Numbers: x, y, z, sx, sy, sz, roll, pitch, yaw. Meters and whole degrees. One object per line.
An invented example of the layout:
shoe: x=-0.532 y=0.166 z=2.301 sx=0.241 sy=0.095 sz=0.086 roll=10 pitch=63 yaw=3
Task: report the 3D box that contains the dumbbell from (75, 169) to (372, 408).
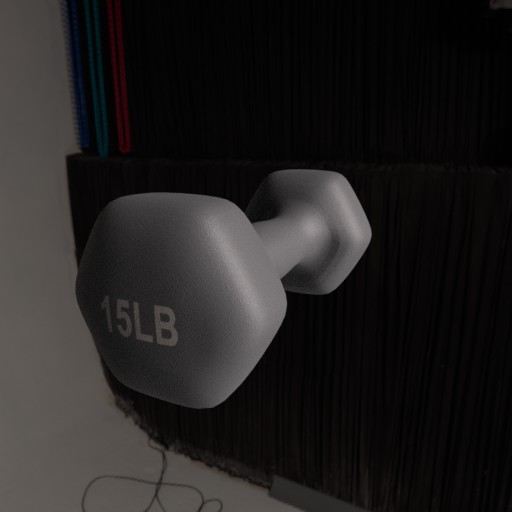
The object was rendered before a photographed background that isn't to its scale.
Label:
dumbbell: x=0.000 y=0.000 z=0.306 sx=0.116 sy=0.105 sz=0.240 roll=8 pitch=17 yaw=26
